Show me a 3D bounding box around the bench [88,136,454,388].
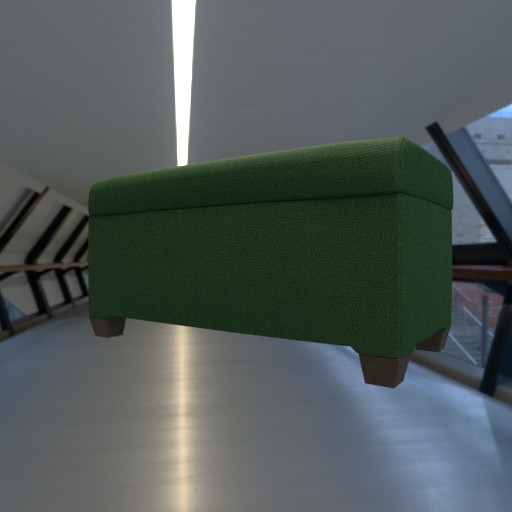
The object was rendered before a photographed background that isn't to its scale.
[{"bbox_3d":[0.000,0.000,1.285,0.989,0.501,0.505,0,1,35],"label":"bench"}]
